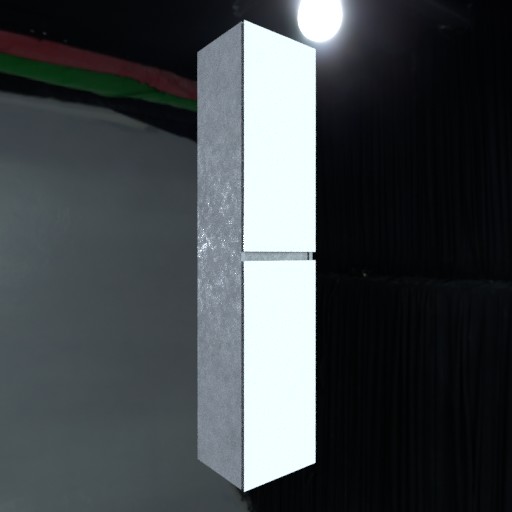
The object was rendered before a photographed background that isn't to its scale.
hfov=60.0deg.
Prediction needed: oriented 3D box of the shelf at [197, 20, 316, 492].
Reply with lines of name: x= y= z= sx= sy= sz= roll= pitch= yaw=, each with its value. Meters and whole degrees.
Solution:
shelf: x=0.000 y=0.000 z=1.513 sx=0.300 sy=1.400 sz=0.270 roll=0 pitch=0 yaw=-38
